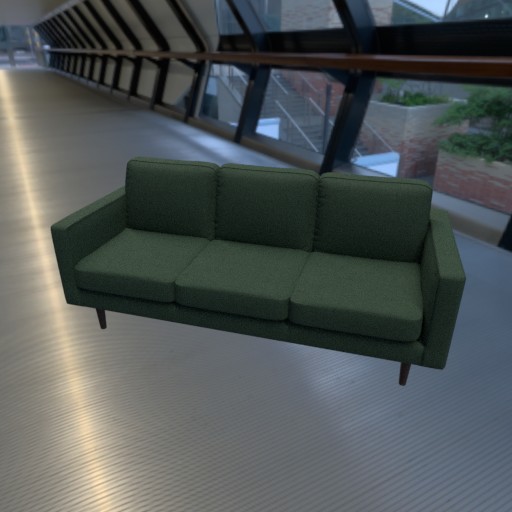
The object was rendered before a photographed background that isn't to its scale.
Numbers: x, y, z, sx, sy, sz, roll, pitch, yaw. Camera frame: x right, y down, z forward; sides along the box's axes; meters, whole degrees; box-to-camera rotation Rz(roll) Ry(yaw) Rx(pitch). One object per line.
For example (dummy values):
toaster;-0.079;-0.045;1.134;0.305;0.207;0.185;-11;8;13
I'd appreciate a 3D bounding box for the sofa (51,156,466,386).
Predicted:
sofa;0.000;0.000;2.506;2.029;0.899;0.879;7;27;15
